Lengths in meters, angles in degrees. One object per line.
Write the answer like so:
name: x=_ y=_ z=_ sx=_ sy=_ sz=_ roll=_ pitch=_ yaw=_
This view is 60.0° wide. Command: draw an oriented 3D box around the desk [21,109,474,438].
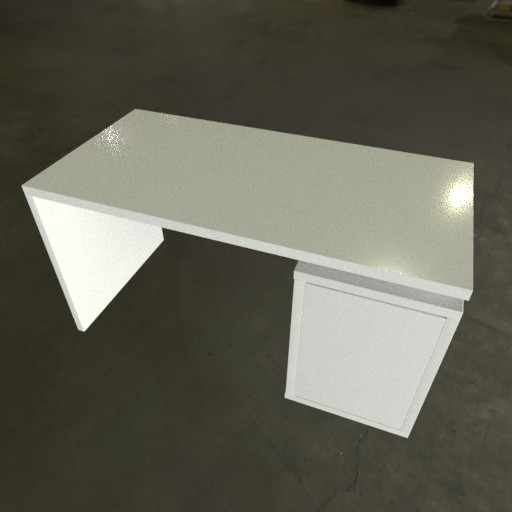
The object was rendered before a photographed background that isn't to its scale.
desk: x=0.000 y=0.000 z=1.763 sx=1.400 sy=0.740 sz=0.690 roll=14 pitch=42 yaw=16
